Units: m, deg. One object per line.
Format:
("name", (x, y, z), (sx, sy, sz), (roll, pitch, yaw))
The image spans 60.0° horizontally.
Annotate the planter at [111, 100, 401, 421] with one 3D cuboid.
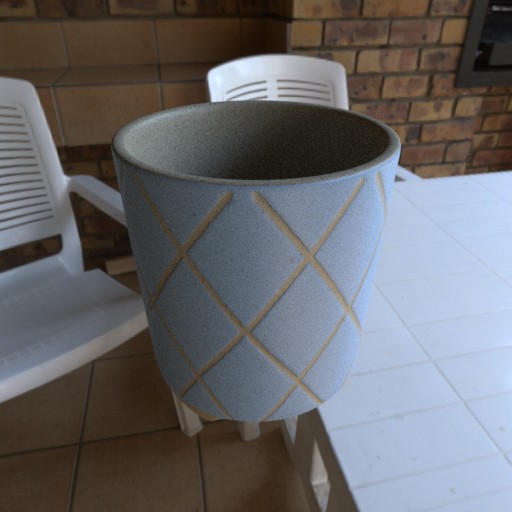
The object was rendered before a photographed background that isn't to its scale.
("planter", (0.000, 0.000, 0.353), (0.191, 0.200, 0.191), (0, 32, 0))
